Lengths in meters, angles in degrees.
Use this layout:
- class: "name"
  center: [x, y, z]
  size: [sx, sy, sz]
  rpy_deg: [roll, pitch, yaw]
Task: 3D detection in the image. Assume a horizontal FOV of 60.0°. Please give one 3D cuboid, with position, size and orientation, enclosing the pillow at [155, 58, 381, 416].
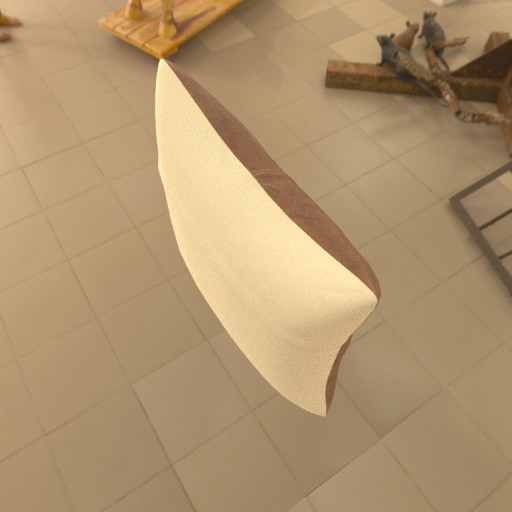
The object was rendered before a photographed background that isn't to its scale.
- class: "pillow"
  center: [0.000, 0.000, 0.732]
  size: [0.192, 0.470, 0.484]
  rpy_deg: [-29, 62, -17]
